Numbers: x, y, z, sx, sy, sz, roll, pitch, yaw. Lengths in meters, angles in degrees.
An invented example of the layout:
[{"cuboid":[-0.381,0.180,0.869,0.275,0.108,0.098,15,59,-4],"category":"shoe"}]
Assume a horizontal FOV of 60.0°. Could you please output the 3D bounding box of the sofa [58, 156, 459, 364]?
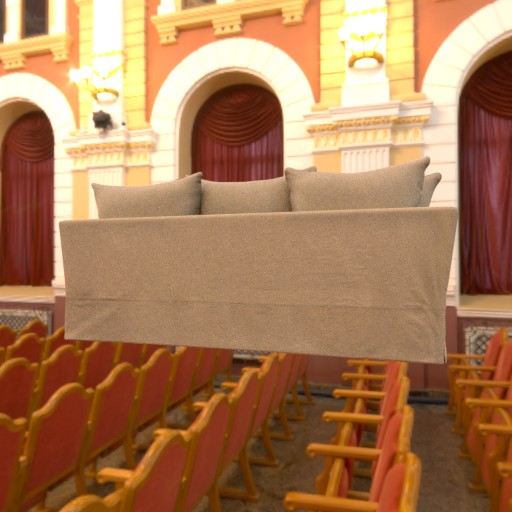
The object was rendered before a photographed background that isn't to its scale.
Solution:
[{"cuboid":[0.000,0.000,2.861,2.290,1.034,1.031,0,-1,18],"category":"sofa"}]
